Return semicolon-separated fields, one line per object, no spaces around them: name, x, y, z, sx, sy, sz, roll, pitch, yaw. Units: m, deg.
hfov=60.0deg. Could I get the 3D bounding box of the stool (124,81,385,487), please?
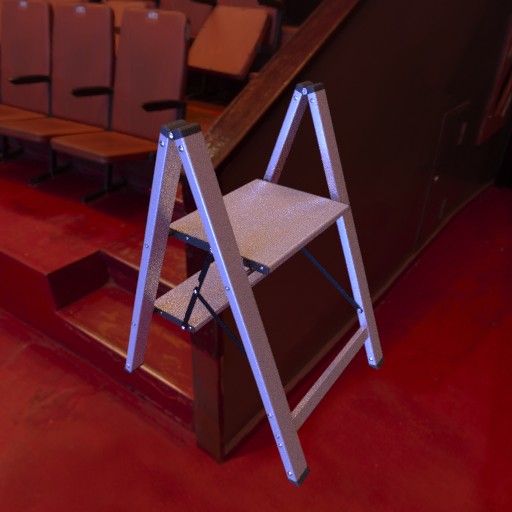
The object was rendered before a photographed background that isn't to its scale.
stool;0.000;0.000;0.987;0.535;0.670;0.440;21;38;30
